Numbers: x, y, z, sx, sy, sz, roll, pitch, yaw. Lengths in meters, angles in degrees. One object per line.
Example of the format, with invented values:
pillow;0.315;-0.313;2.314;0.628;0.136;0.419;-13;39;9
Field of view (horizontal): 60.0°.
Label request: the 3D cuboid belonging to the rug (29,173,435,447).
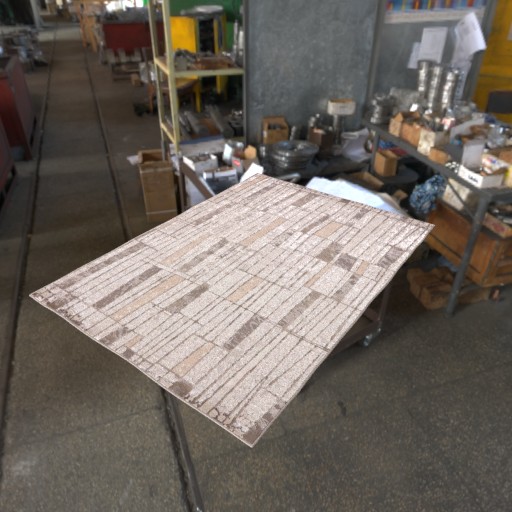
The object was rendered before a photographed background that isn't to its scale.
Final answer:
rug;0.000;0.000;4.374;2.449;0.019;3.357;22;40;30
